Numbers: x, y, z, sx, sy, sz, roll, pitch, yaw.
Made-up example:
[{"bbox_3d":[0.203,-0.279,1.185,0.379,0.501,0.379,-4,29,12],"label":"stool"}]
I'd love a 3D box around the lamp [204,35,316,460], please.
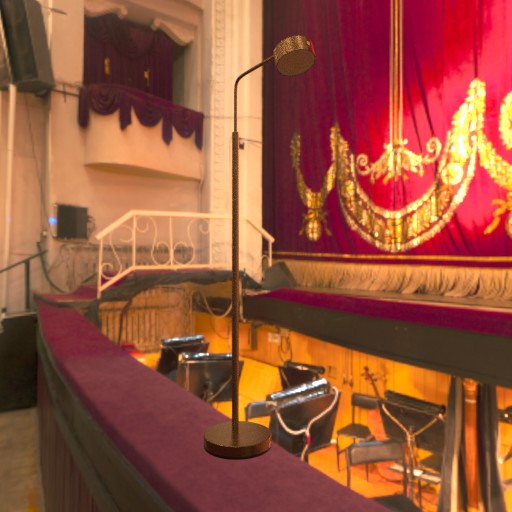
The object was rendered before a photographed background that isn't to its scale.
[{"bbox_3d":[0.000,0.000,1.374,0.219,1.230,0.418,1,-1,-37],"label":"lamp"}]
